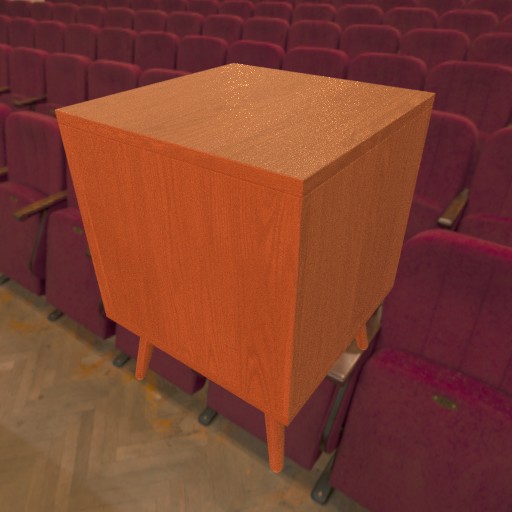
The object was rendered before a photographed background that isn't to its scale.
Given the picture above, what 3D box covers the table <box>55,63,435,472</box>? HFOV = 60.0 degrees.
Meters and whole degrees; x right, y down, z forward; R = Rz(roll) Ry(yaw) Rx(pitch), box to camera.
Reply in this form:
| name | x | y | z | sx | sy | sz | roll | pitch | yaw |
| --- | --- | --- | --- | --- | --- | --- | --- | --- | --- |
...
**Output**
| name | x | y | z | sx | sy | sz | roll | pitch | yaw |
| --- | --- | --- | --- | --- | --- | --- | --- | --- | --- |
| table | 0.000 | 0.000 | 0.805 | 0.400 | 0.550 | 0.400 | 22 | 40 | 29 |
